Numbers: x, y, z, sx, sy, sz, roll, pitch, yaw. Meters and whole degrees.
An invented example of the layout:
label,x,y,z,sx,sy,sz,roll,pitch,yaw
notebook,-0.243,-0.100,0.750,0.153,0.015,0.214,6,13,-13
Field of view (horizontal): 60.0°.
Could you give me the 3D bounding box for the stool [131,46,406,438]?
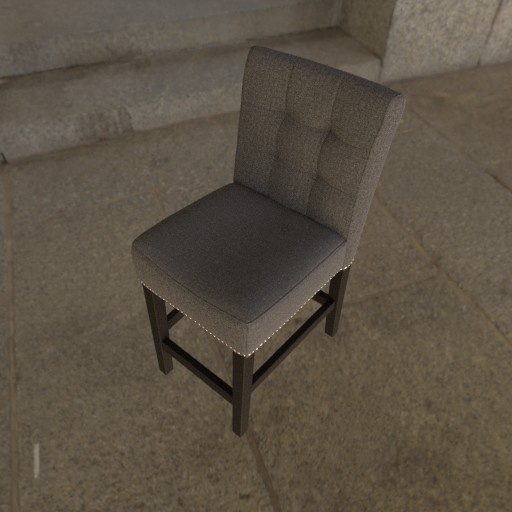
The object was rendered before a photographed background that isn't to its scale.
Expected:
label,x,y,z,sx,sy,sz,roll,pitch,yaw
stool,0.000,0.000,1.222,0.427,0.885,0.571,31,54,26
